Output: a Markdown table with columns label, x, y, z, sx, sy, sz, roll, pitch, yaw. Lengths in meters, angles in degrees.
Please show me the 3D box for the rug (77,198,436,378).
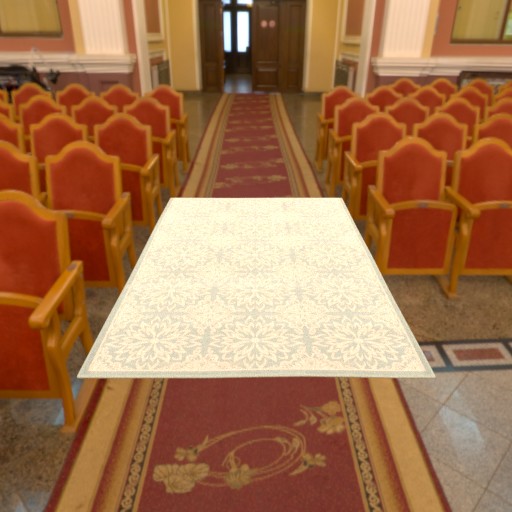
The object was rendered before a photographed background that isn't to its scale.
| label | x | y | z | sx | sy | sz | roll | pitch | yaw |
| --- | --- | --- | --- | --- | --- | --- | --- | --- | --- |
| rug | 0.000 | 0.000 | 2.323 | 1.219 | 0.012 | 1.840 | 0 | 27 | 0 |
